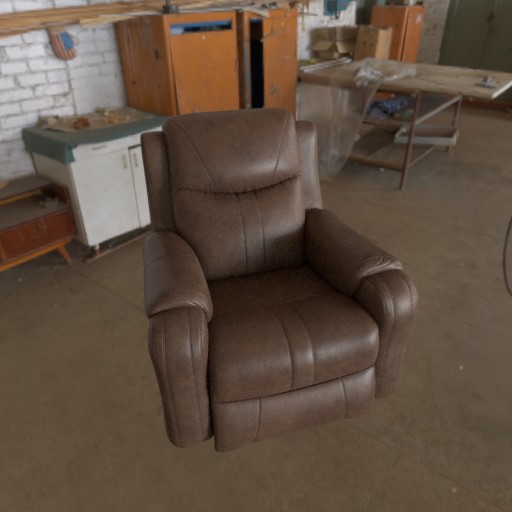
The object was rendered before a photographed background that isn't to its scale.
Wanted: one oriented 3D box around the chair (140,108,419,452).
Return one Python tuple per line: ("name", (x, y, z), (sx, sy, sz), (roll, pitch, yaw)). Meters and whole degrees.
("chair", (0.000, 0.000, 1.806), (0.940, 0.990, 1.067), (-9, 32, -14))
